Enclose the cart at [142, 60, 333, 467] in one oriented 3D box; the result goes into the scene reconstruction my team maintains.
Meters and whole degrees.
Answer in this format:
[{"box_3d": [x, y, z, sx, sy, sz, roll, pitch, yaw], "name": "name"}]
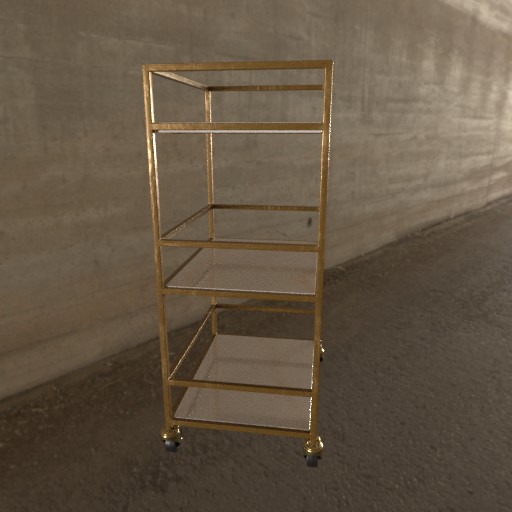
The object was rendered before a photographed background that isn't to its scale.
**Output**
[{"box_3d": [0.000, 0.000, 1.014, 0.332, 0.761, 0.483, 2, 16, 8], "name": "cart"}]
